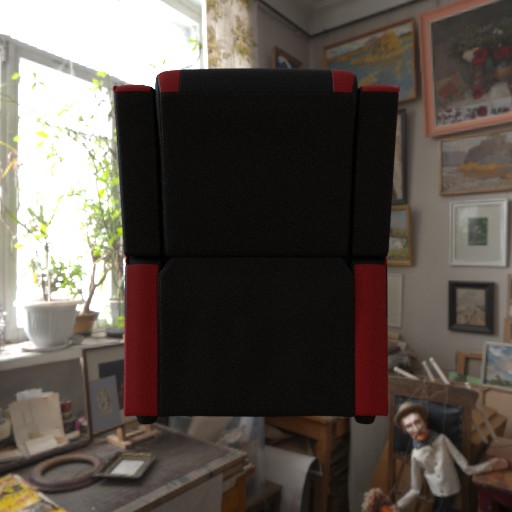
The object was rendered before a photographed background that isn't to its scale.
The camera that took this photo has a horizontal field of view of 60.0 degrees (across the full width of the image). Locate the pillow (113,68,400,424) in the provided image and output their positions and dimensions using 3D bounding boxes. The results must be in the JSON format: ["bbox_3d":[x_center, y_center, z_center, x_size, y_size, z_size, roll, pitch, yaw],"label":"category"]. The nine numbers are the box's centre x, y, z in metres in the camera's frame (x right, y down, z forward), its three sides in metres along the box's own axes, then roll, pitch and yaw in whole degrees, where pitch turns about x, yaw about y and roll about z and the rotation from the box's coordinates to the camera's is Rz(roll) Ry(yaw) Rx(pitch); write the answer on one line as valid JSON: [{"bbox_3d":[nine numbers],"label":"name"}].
[{"bbox_3d":[0.000,0.000,1.260,0.620,0.805,0.672,0,-1,0],"label":"pillow"}]
